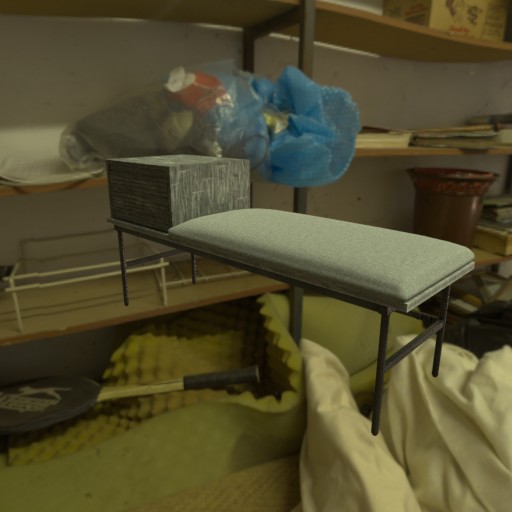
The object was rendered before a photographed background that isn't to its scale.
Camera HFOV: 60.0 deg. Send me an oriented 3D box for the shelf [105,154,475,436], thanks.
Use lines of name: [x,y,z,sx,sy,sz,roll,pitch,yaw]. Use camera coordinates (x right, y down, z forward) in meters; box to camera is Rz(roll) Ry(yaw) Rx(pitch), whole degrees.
shelf: [0.000,0.000,1.600,1.342,0.633,0.457,16,23,41]
